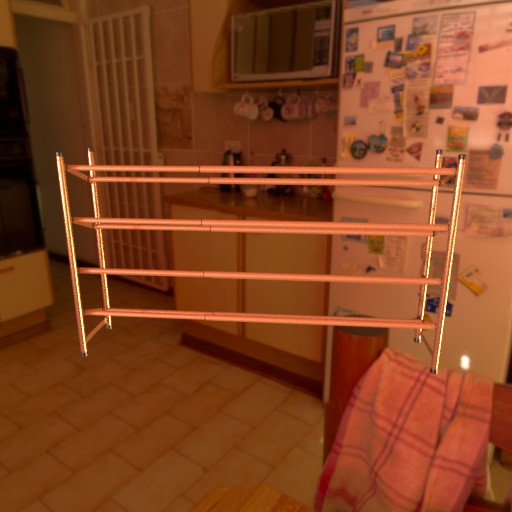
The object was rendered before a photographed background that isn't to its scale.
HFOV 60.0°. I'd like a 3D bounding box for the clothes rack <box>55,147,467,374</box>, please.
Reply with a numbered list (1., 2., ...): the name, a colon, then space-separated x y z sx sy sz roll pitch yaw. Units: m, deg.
1. clothes rack: 0.000 0.000 1.448 1.168 0.672 0.229 2 17 5
